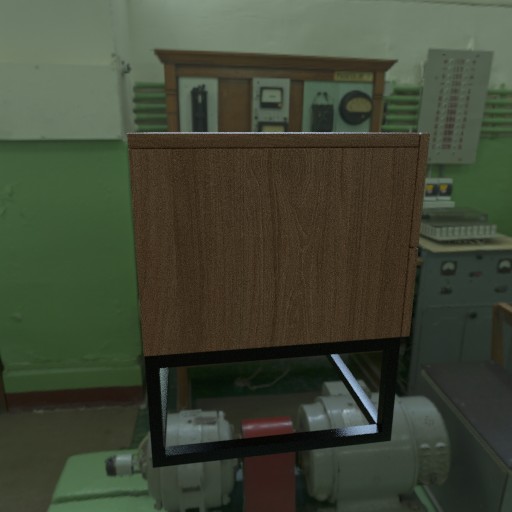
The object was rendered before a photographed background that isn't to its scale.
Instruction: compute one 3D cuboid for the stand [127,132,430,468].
[{"bbox_3d":[0.000,0.000,0.933,0.420,0.500,0.600,-2,16,-9],"label":"stand"}]
